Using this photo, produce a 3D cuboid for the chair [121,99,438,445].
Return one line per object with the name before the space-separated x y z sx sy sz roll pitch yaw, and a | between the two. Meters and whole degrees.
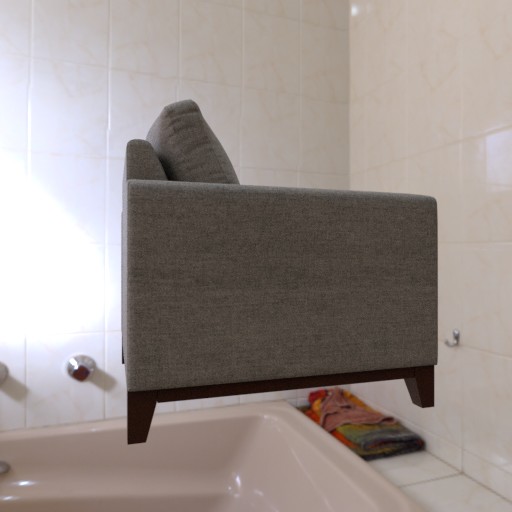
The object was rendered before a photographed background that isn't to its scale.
chair | 0.000 0.000 1.808 1.038 1.010 1.024 0 0 -18
